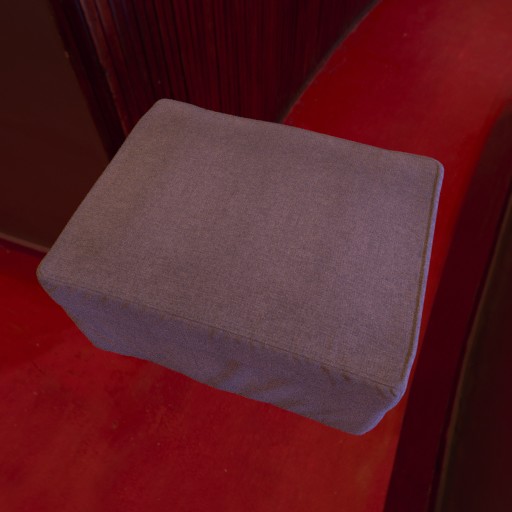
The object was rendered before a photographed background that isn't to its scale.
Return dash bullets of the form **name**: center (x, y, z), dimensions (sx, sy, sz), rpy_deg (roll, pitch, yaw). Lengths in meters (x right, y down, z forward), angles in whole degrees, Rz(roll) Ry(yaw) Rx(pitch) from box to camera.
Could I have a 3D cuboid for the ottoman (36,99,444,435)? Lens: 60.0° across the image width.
- **ottoman**: center (0.000, 0.000, 1.220), dimensions (0.833, 0.492, 0.652), rpy_deg (16, 59, 10)
